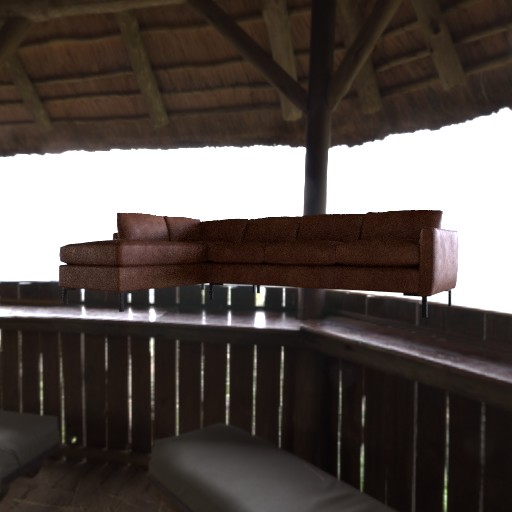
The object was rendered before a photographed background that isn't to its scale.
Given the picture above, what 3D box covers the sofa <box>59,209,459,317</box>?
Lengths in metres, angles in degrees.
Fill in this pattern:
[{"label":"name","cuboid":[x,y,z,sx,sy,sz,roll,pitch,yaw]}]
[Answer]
[{"label":"sofa","cuboid":[0.000,0.000,3.899,2.984,0.877,1.938,1,1,34]}]
